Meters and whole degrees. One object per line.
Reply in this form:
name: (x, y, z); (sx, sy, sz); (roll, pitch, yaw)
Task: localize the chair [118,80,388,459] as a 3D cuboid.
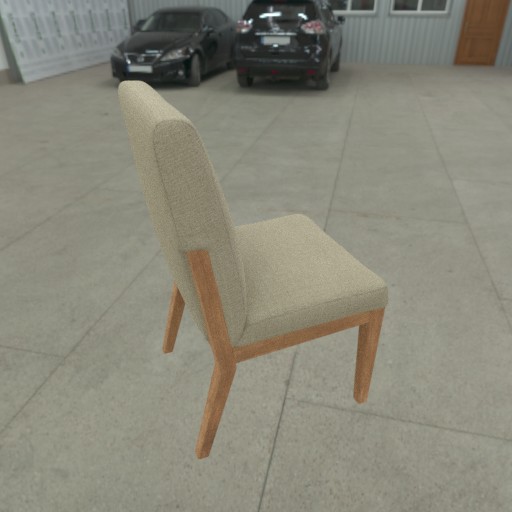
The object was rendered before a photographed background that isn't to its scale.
chair: (0.000, 0.000, 1.253); (0.586, 0.911, 0.507); (-11, 32, -19)
